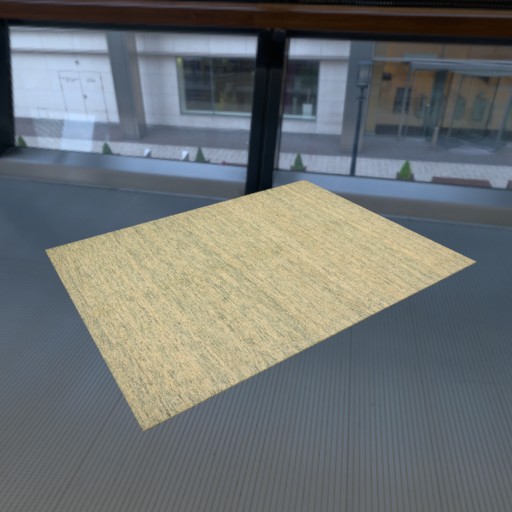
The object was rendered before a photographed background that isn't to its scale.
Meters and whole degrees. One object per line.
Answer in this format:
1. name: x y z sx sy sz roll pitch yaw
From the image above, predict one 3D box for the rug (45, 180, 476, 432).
1. rug: 0.000 0.000 4.130 3.201 0.014 2.437 -19 36 -29
